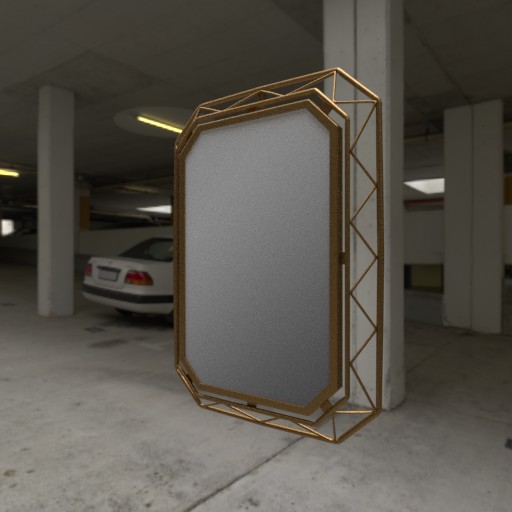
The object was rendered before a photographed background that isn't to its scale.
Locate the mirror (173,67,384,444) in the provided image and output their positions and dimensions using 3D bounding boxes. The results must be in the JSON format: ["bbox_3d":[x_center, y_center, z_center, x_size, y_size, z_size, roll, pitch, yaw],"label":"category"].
[{"bbox_3d":[0.000,0.000,0.726,0.417,0.566,0.042,0,0,36],"label":"mirror"}]
